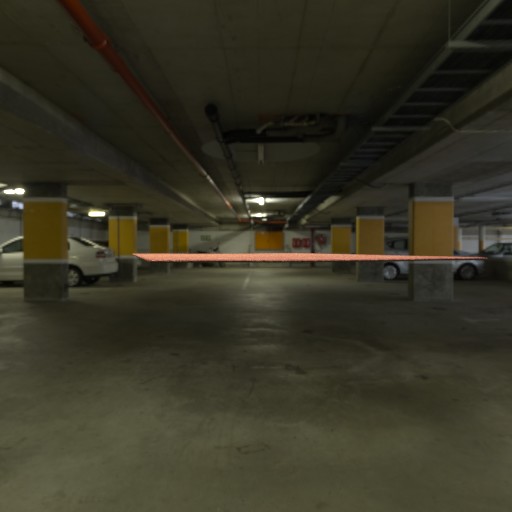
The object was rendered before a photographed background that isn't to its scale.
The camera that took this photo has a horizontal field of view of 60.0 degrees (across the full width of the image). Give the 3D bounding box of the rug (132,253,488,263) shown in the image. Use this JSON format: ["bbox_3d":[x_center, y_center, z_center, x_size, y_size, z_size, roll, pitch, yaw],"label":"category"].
[{"bbox_3d":[0.000,0.000,2.193,1.139,0.011,1.747,0,1,-17],"label":"rug"}]
